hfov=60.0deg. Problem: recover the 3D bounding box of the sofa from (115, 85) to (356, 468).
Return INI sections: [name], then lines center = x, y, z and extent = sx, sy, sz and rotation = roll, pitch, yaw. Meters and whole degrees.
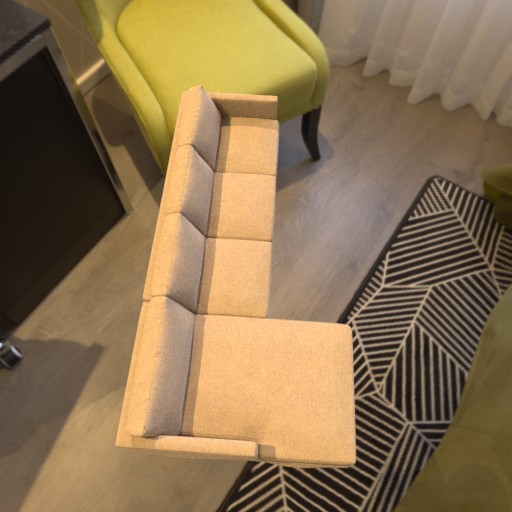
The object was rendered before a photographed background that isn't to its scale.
[sofa]
center = 0.000, 0.000, 3.781
extent = 1.638, 0.920, 3.198
rotation = 3, 63, 2
